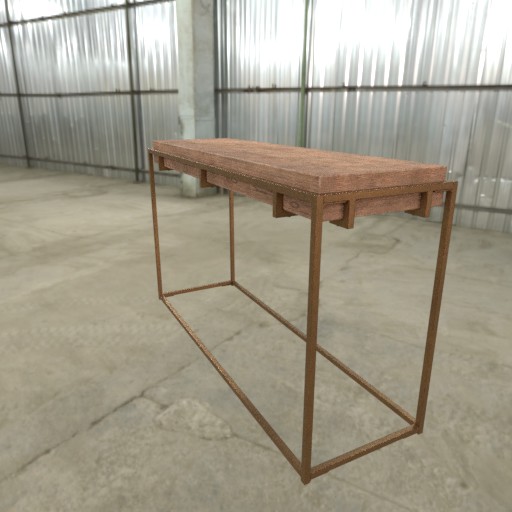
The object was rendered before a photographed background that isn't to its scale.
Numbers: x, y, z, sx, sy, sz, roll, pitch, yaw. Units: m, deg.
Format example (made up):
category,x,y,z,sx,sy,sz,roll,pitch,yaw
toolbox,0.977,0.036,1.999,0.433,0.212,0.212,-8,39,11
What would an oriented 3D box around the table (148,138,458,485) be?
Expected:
category,x,y,z,sx,sy,sz,roll,pitch,yaw
table,0.000,0.000,1.746,0.440,0.820,1.400,-9,20,-26
